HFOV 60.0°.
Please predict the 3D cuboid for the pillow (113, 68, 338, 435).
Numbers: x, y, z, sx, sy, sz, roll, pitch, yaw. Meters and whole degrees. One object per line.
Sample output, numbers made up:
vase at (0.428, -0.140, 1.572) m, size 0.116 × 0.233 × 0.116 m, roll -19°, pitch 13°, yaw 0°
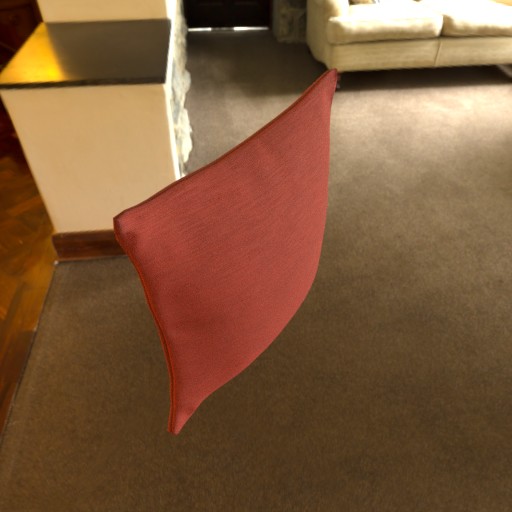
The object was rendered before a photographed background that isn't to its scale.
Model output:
pillow at (0.000, 0.000, 0.655) m, size 0.151 × 0.416 × 0.435 m, roll 25°, pitch 48°, yaw 24°
